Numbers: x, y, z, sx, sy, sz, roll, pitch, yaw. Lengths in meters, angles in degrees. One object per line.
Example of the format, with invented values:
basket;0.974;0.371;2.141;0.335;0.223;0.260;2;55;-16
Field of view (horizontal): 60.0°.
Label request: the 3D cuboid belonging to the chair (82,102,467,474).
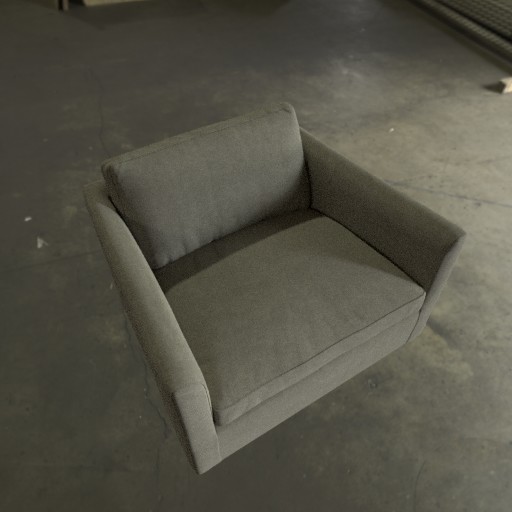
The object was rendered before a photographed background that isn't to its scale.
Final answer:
chair;0.000;0.000;1.876;1.190;0.845;1.091;-24;51;-22
